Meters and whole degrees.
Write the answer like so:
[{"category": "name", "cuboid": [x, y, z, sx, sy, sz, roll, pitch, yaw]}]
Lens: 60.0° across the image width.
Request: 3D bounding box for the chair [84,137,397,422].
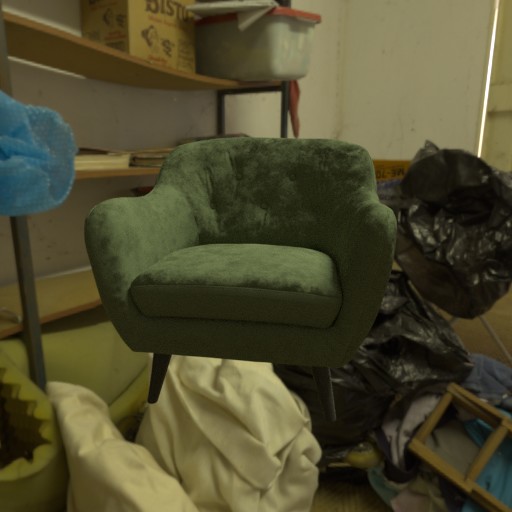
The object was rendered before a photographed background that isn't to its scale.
[{"category": "chair", "cuboid": [0.000, 0.000, 1.539, 0.840, 0.804, 0.819, 2, 15, 9]}]
